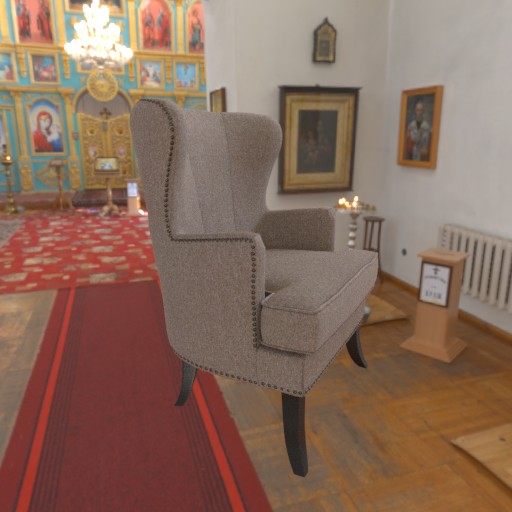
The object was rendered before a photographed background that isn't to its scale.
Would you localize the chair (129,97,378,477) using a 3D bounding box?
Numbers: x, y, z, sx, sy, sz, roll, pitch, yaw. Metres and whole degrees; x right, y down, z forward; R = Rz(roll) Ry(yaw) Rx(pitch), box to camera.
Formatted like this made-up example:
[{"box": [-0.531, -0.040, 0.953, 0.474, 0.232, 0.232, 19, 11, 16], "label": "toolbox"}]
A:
[{"box": [0.000, 0.000, 1.621, 0.758, 1.060, 0.759, 7, 15, 26], "label": "chair"}]
